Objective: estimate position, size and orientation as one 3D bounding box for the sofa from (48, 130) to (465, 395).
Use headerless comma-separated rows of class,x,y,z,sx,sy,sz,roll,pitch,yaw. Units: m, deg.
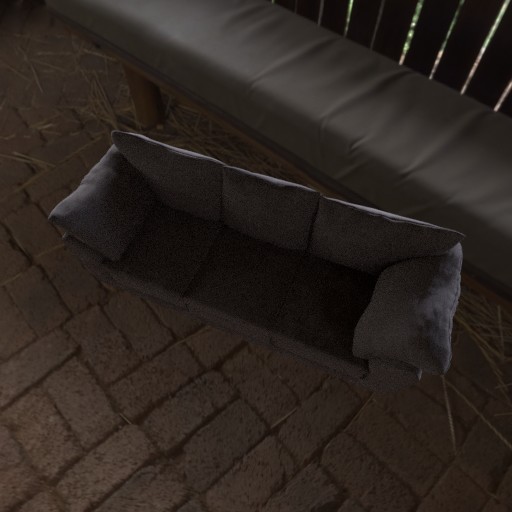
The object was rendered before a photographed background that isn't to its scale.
sofa,0.000,0.000,2.824,2.377,0.981,0.893,20,60,12
